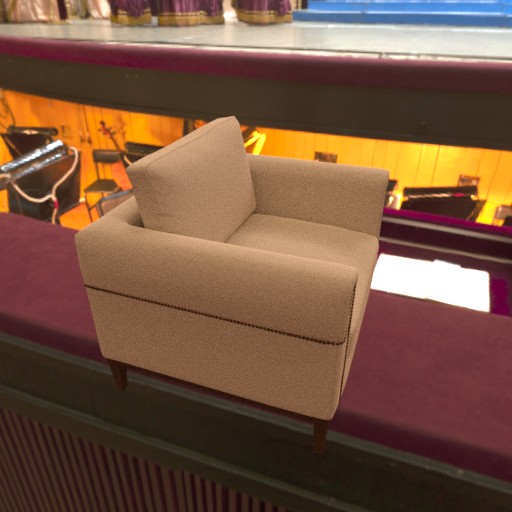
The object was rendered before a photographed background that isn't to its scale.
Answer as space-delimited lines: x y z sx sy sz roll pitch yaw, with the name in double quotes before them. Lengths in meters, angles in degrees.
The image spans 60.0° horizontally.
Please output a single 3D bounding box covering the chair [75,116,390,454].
"chair" 0.000 0.000 1.765 0.896 0.915 0.982 11 32 17
